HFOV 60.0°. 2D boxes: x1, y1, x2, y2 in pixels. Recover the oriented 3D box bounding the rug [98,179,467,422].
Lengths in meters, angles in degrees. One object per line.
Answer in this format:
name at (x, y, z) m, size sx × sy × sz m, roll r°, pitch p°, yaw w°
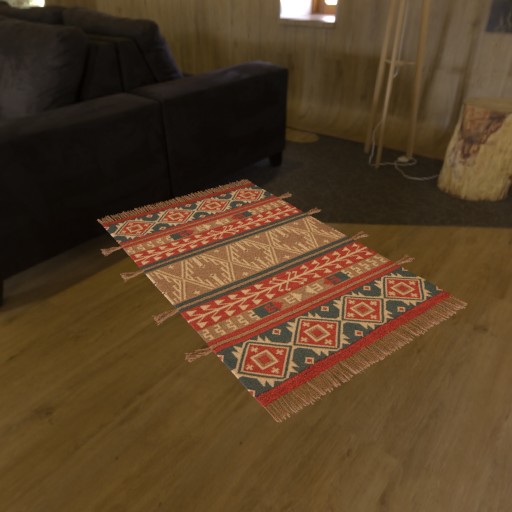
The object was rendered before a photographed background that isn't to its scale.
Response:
rug at (0.000, 0.000, 2.637) m, size 1.469 × 0.040 × 2.025 m, roll -21°, pitch 38°, yaw -29°
